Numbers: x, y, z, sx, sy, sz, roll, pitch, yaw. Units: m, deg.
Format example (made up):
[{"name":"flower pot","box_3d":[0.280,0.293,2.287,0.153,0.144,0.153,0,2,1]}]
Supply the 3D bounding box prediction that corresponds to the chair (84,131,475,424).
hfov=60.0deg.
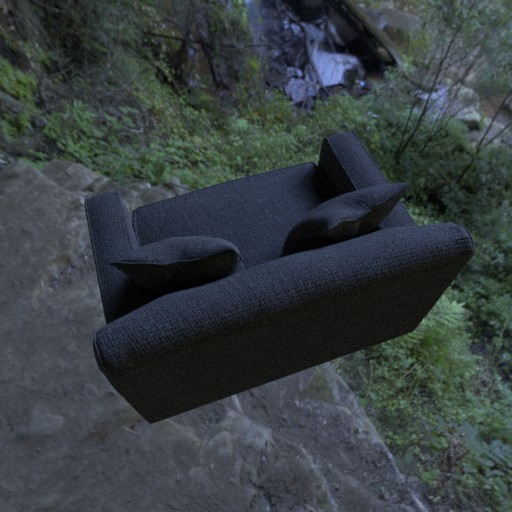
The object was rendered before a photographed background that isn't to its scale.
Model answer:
[{"name":"chair","box_3d":[0.000,0.000,2.066,1.383,0.948,1.000,-17,59,-10]}]
